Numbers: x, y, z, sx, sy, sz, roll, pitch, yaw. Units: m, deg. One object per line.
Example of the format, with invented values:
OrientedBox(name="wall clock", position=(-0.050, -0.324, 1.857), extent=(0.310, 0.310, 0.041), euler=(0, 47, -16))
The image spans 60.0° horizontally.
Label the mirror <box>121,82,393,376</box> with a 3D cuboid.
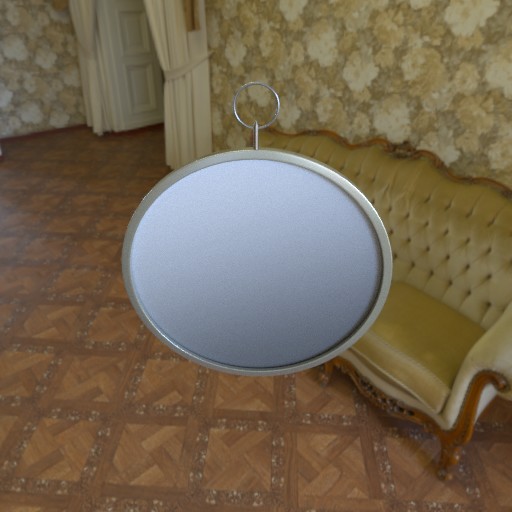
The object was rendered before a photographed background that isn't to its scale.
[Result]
OrientedBox(name="mirror", position=(0.000, 0.000, 0.960), extent=(0.594, 0.713, 0.020), euler=(1, 31, 2))
